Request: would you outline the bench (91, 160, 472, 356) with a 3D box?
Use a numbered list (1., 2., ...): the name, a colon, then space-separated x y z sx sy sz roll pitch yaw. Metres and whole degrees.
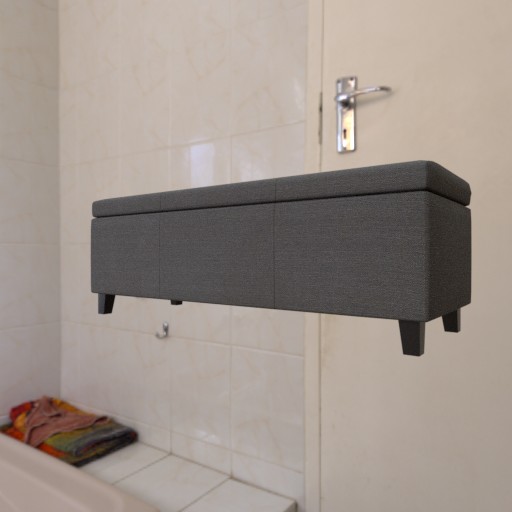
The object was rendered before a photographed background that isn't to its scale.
1. bench: 0.000 0.000 1.486 1.269 0.438 0.446 0 0 36
